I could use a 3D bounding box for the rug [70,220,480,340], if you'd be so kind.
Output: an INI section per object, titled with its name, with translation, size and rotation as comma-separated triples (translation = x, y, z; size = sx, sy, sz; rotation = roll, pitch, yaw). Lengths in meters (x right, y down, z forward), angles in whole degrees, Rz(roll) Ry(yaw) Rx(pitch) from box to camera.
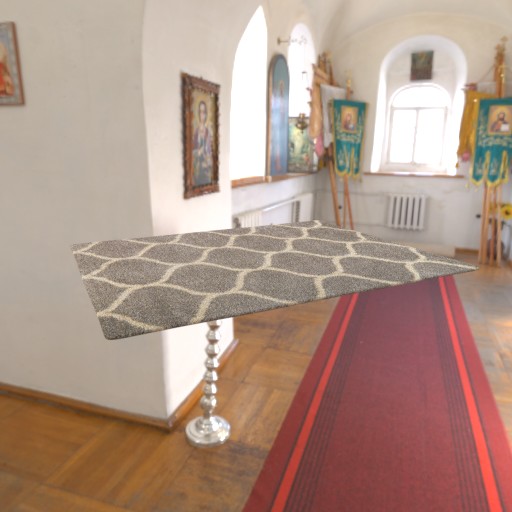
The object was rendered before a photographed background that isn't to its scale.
[rug]
translation = 0.000, 0.000, 4.063
size = 3.000, 0.026, 2.399
rotation = -7, 17, -26
